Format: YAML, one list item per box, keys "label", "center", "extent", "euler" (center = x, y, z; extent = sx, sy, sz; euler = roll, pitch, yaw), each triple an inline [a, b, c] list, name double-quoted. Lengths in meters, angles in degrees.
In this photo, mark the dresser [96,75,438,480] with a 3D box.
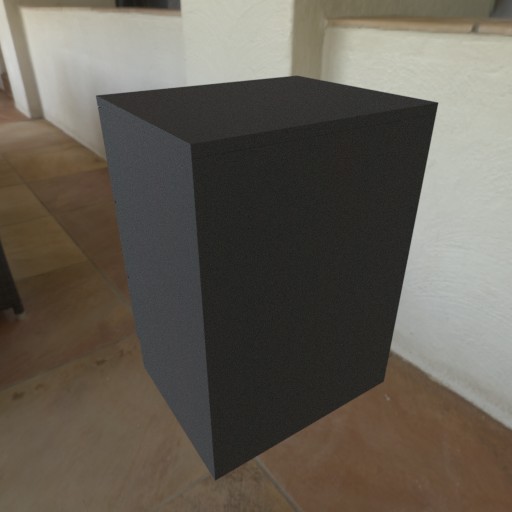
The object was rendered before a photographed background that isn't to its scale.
- label: "dresser"
  center: [0.000, 0.000, 0.819]
  extent: [0.400, 0.560, 0.360]
  euler: [-18, 34, -29]
